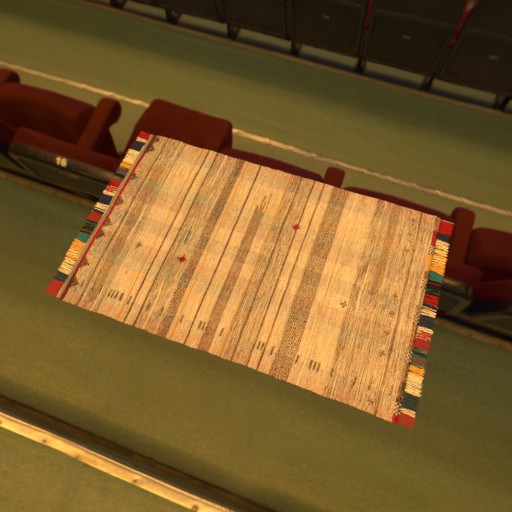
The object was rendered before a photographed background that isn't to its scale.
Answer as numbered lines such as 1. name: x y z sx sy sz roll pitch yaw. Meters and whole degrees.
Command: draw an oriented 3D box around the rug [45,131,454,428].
1. rug: 0.000 0.000 3.009 2.465 0.012 1.465 18 66 8
